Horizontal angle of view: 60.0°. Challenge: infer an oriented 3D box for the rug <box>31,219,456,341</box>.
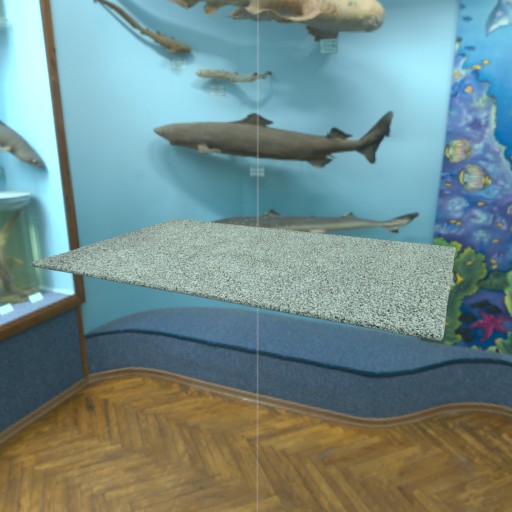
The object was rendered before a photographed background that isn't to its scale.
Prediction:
[{"bbox_3d":[0.000,0.000,3.376,2.743,0.030,1.778,7,18,24],"label":"rug"}]
